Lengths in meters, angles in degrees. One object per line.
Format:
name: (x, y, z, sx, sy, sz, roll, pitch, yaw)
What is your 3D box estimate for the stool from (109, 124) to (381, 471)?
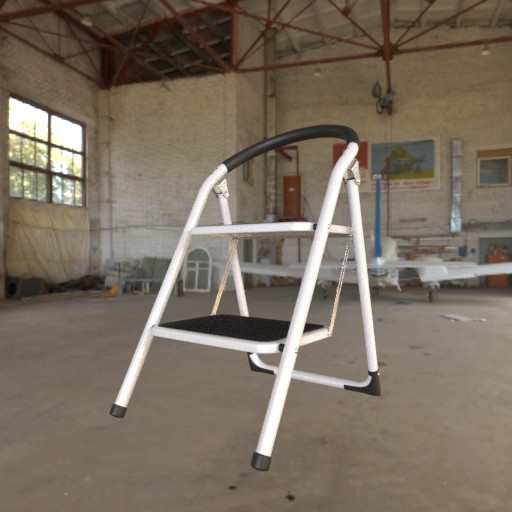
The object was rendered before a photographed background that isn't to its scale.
stool: (0.000, 0.000, 1.116, 0.453, 0.760, 0.559, 0, 1, 37)
